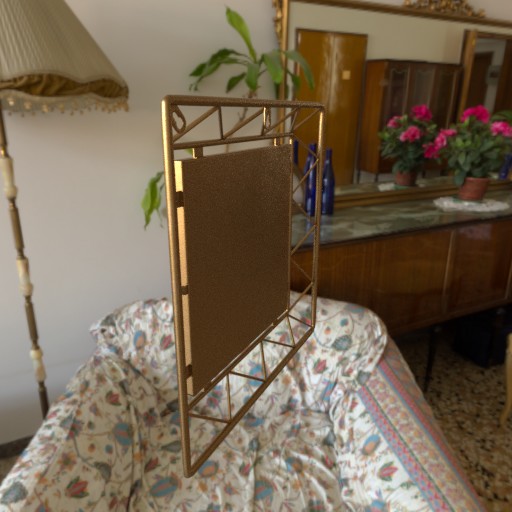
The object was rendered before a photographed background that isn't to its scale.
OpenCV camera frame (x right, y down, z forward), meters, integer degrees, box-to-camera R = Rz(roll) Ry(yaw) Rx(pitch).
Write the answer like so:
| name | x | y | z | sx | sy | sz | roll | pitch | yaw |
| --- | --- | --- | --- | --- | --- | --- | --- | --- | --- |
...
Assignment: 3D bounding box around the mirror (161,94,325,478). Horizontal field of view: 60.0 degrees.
| name | x | y | z | sx | sy | sz | roll | pitch | yaw |
| --- | --- | --- | --- | --- | --- | --- | --- | --- | --- |
| mirror | 0.000 | 0.000 | 0.622 | 0.046 | 0.414 | 0.416 | 9 | 20 | 26 |
